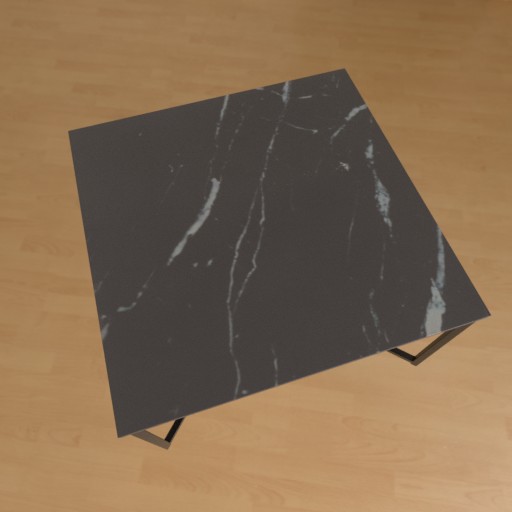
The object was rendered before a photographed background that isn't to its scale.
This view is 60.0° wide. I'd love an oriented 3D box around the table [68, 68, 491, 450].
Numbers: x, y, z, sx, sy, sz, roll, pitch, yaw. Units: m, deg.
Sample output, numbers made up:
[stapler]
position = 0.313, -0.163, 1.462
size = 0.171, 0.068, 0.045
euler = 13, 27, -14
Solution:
[table]
position = 0.000, 0.000, 1.264
size = 0.800, 0.450, 0.800
euler = -16, 64, -8
